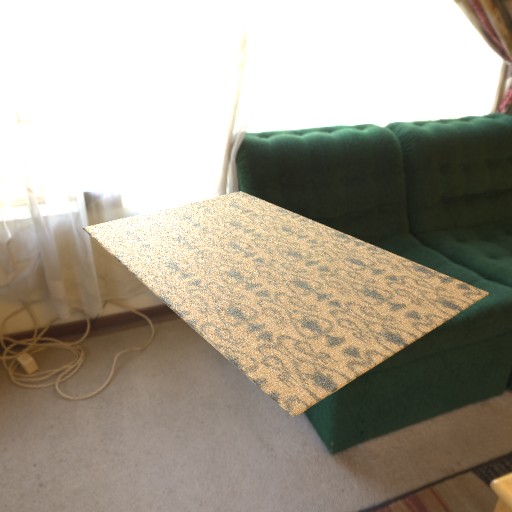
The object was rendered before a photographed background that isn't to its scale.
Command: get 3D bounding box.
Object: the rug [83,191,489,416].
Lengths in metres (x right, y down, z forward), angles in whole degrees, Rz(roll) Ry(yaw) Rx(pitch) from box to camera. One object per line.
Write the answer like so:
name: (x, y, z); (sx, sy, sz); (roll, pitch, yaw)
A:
rug: (0.000, 0.000, 2.034); (1.035, 0.006, 1.652); (-19, 32, -34)
